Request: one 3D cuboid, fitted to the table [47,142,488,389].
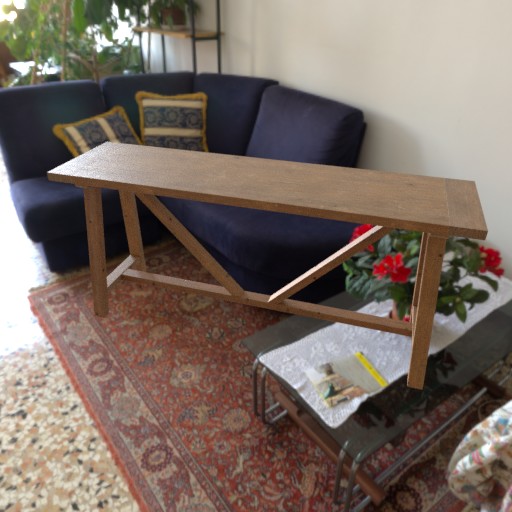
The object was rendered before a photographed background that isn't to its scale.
[{"bbox_3d":[0.000,0.000,2.136,1.800,0.810,0.465,9,33,15],"label":"table"}]
